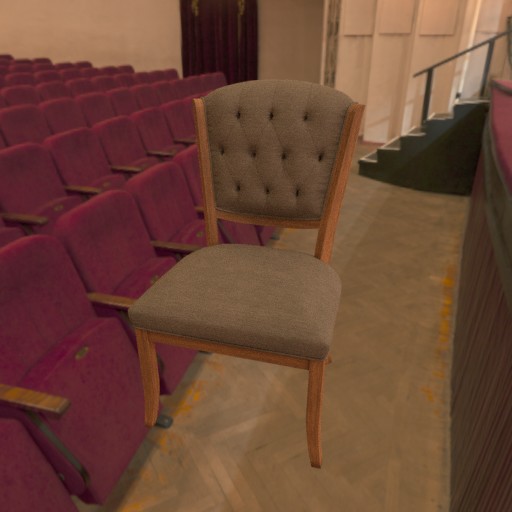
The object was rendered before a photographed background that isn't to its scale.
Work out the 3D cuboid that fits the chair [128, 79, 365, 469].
[{"bbox_3d":[0.000,0.000,1.267,0.513,0.905,0.584,7,27,14],"label":"chair"}]
